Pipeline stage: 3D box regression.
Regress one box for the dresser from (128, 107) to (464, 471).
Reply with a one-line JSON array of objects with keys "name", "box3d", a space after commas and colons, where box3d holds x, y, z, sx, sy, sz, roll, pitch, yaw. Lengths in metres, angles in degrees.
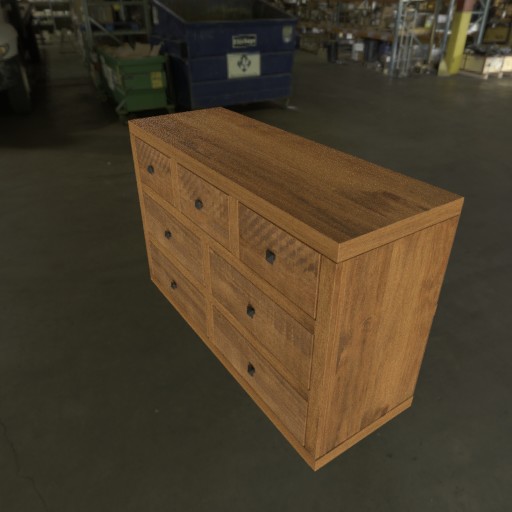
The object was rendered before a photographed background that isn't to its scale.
[{"name": "dresser", "box3d": [0.000, 0.000, 1.700, 0.479, 0.825, 1.261, -19, 36, -29]}]
